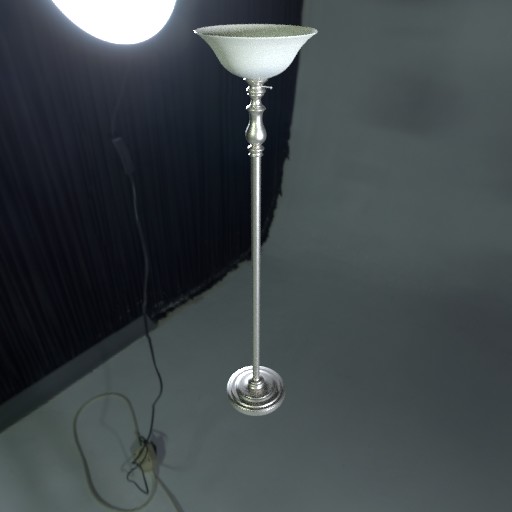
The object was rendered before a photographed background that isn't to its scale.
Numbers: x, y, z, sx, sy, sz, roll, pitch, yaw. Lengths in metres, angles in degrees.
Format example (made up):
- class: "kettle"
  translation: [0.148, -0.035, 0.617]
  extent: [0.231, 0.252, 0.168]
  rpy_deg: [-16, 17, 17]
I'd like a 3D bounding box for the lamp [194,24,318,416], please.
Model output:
- class: "lamp"
  translation: [0.000, 0.000, 1.941]
  extent: [0.405, 1.771, 0.405]
  rpy_deg: [20, 38, 29]
